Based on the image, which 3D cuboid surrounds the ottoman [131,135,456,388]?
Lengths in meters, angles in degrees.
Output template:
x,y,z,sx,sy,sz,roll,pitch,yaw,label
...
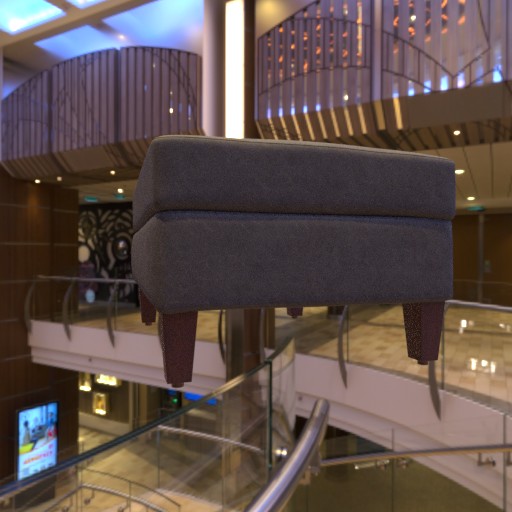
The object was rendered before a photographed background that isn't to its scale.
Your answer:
x,y,z,sx,sy,sz,roll,pitch,yaw,label
0.000,0.000,1.221,0.639,0.464,0.839,0,0,-18,ottoman
